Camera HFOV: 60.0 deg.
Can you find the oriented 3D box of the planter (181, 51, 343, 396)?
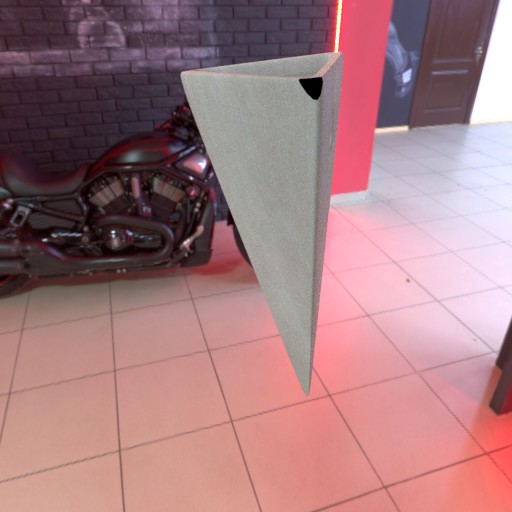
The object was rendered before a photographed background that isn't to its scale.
[{"bbox_3d":[0.000,0.000,0.159,0.047,0.130,0.058,7,31,13],"label":"planter"}]
